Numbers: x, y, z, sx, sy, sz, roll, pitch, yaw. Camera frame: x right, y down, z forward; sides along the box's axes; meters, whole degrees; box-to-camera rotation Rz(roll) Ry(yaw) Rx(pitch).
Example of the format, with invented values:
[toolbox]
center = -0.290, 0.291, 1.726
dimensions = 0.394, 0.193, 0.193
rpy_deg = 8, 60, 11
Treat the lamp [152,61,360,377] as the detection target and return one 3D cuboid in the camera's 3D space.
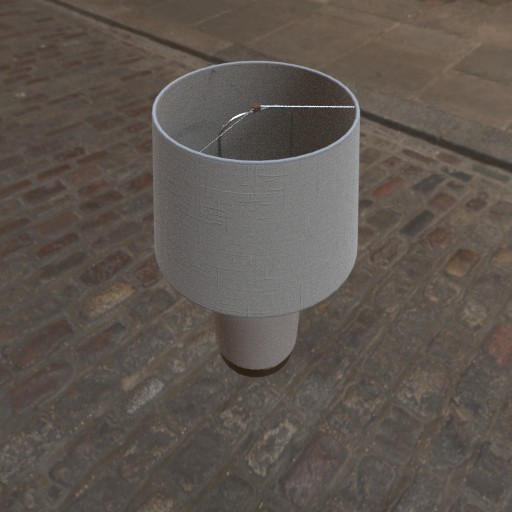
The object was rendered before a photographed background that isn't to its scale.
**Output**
[lamp]
center = 0.000, 0.000, 0.661
dimensions = 0.285, 0.483, 0.285
rpy_deg = 0, 46, 0
